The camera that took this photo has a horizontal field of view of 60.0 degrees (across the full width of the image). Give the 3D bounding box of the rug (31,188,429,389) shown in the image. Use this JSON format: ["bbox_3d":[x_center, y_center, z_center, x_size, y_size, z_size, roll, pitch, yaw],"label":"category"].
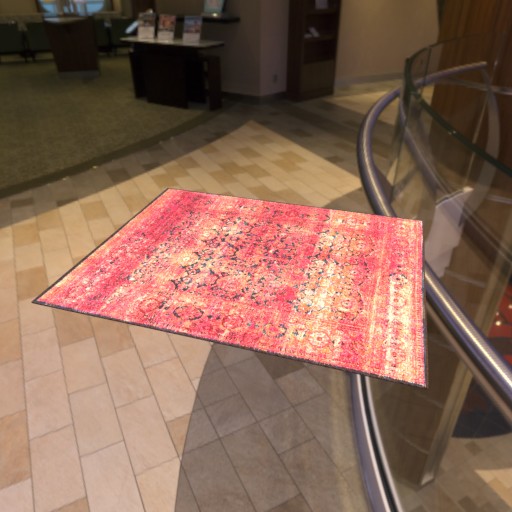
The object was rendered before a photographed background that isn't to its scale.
[{"bbox_3d":[0.000,0.000,4.143,3.032,0.020,2.411,9,33,14],"label":"rug"}]
